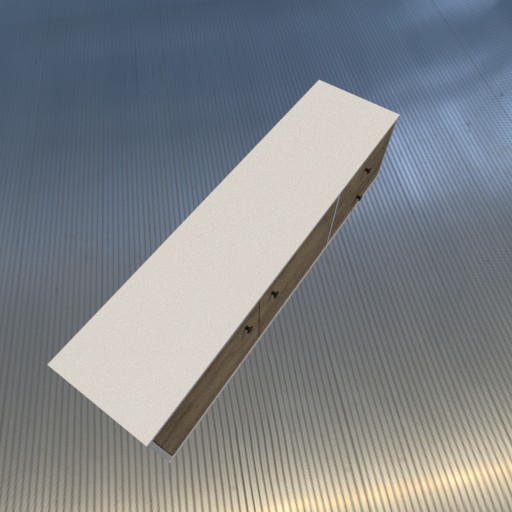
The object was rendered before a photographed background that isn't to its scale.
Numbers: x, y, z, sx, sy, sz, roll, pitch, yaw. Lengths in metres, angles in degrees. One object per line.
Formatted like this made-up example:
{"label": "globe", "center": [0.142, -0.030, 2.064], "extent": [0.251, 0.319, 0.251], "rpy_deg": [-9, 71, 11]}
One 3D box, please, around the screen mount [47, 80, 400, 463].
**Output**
{"label": "screen mount", "center": [0.000, 0.000, 1.834], "extent": [0.418, 0.520, 1.600], "rpy_deg": [31, 64, 17]}
